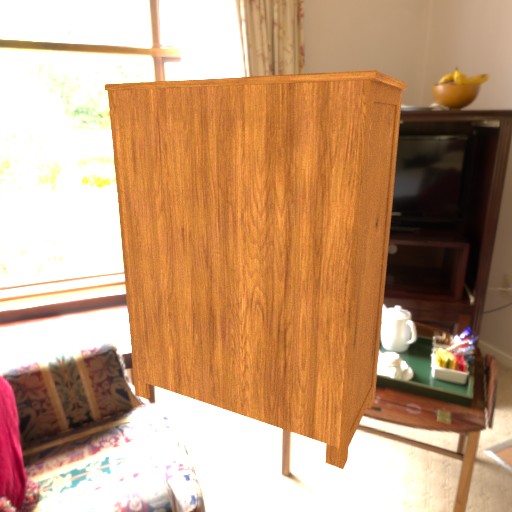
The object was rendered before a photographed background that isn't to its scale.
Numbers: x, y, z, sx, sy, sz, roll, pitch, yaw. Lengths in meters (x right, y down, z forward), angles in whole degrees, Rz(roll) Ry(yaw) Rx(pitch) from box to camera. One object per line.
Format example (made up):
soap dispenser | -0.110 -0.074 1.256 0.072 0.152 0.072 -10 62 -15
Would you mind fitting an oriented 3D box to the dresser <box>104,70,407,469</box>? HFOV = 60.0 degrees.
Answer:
dresser | 0.000 0.000 1.971 1.081 1.431 0.558 9 19 26
